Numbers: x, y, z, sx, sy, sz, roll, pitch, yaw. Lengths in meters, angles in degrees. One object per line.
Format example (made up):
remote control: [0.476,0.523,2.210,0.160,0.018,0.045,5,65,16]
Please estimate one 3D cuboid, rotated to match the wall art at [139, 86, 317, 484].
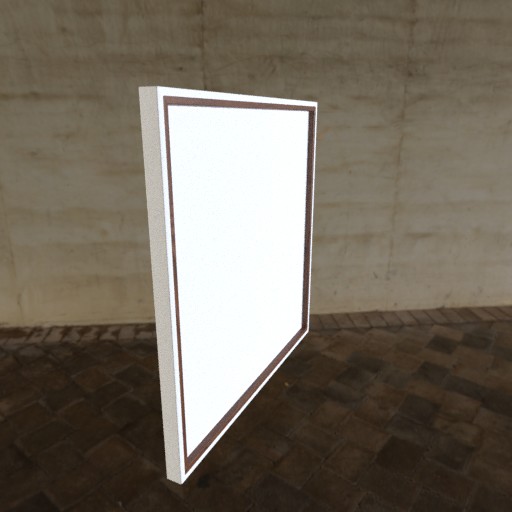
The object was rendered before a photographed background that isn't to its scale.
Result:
wall art: [0.000,0.000,1.491,0.049,1.009,1.009,8,19,25]
